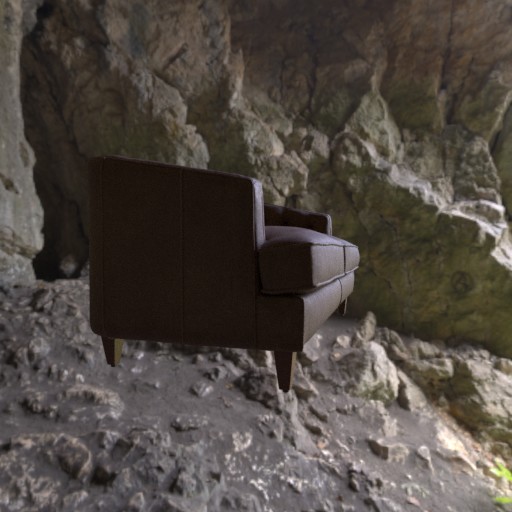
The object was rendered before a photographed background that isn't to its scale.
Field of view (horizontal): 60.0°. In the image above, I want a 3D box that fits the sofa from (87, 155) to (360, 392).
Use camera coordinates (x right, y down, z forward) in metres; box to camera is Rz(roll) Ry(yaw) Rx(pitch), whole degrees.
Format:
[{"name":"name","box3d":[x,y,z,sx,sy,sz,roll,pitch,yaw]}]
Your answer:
[{"name":"sofa","box3d":[0.000,0.000,2.224,0.917,0.799,1.767,0,1,17]}]
